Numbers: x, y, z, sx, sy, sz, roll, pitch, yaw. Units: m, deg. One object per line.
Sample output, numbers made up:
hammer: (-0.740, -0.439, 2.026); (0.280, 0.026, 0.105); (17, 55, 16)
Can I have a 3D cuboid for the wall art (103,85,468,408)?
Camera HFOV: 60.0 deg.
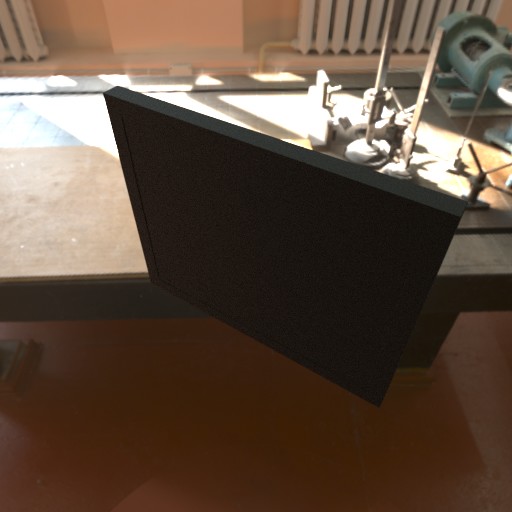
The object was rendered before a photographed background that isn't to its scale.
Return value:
wall art: (0.000, 0.000, 0.554); (0.404, 0.329, 0.024); (25, 50, 23)
